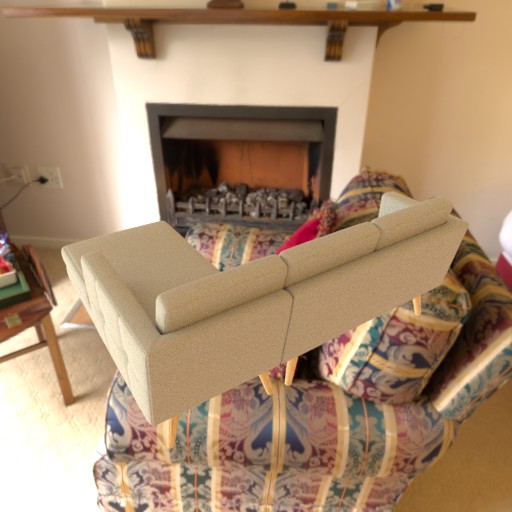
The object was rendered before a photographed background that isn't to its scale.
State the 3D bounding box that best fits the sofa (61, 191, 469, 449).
[{"bbox_3d":[0.000,0.000,2.815,2.040,0.860,1.530,-19,36,-28],"label":"sofa"}]
